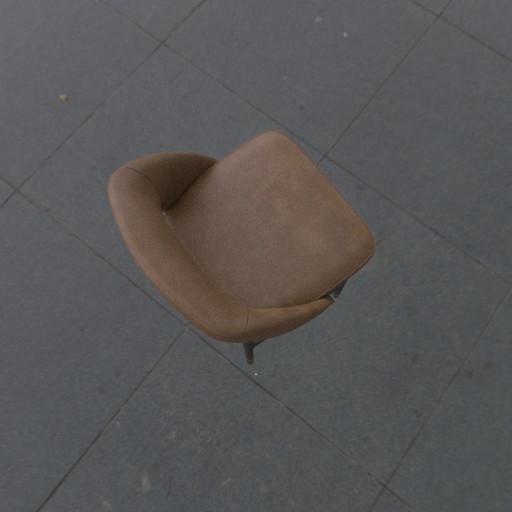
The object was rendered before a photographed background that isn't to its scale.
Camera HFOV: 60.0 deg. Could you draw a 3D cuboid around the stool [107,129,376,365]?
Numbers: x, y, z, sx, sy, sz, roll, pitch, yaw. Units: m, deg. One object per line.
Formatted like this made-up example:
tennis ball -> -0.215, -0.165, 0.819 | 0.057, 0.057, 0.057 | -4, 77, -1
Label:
stool -> 0.000, 0.000, 1.292 | 0.509, 1.037, 0.494 | -36, 78, -9
